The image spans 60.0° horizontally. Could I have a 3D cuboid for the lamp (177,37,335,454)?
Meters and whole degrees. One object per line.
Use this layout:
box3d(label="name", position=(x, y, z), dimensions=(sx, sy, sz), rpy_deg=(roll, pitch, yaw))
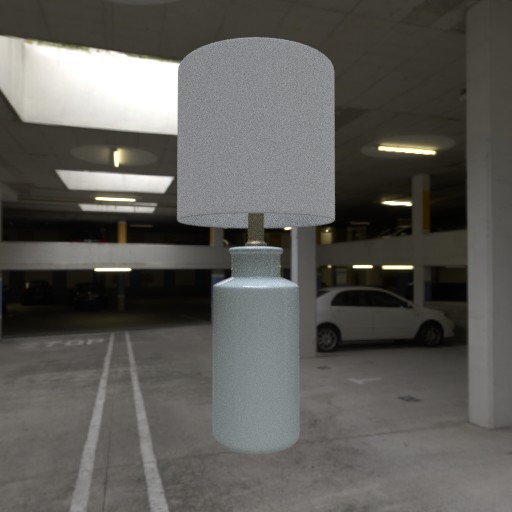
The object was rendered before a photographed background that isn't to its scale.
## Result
box3d(label="lamp", position=(0.000, 0.000, 0.604), dimensions=(0.212, 0.493, 0.212), rpy_deg=(0, -1, -17))
